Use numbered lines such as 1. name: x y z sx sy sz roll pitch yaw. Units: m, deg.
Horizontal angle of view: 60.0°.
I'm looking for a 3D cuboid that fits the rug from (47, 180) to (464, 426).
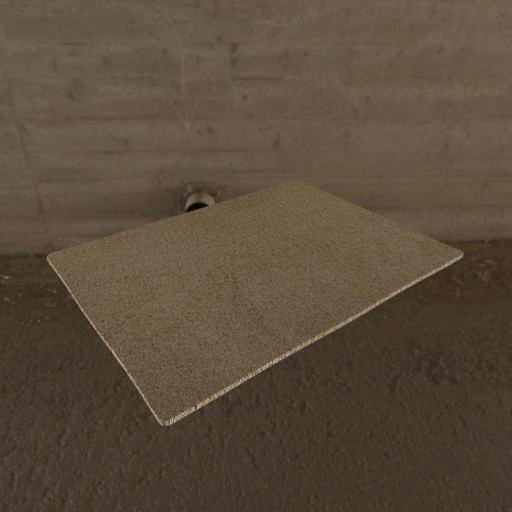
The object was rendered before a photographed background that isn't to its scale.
1. rug: 0.000 0.000 2.110 1.600 0.025 1.199 -22 37 -31
